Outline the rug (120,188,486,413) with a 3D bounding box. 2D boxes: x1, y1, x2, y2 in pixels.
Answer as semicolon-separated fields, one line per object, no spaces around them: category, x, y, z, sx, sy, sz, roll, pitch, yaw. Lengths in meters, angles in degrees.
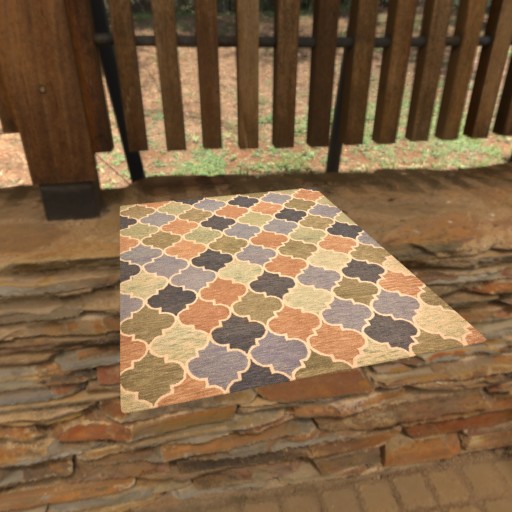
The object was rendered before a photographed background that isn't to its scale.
rug;0.000;0.000;4.122;2.439;0.013;3.200;-7;29;-13
